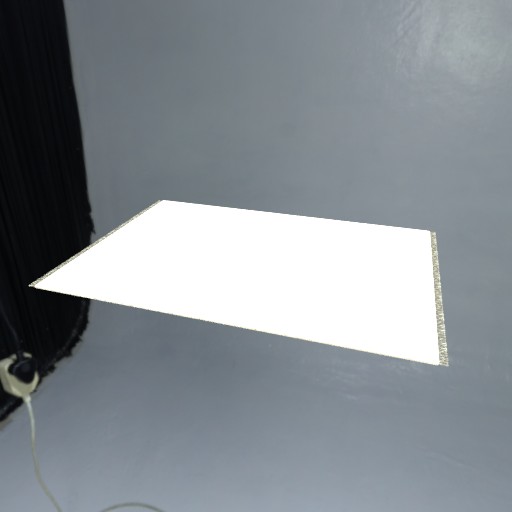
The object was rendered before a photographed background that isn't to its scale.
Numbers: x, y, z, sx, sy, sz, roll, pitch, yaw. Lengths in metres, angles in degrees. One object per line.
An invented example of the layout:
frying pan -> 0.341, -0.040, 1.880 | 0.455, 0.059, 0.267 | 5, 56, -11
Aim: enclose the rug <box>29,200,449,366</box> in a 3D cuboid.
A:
rug -> 0.000, 0.000, 2.859 | 2.233, 0.011, 1.514 | 8, 28, 16
